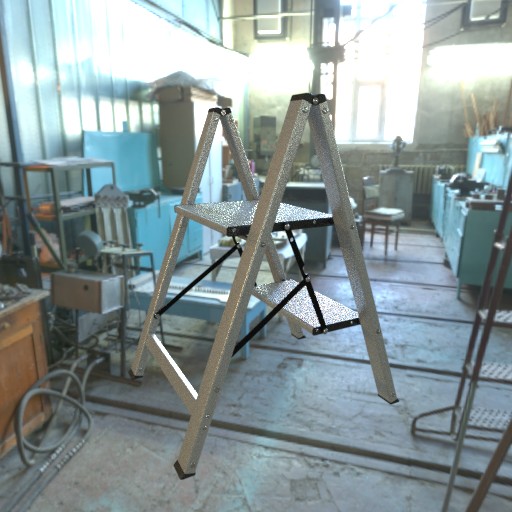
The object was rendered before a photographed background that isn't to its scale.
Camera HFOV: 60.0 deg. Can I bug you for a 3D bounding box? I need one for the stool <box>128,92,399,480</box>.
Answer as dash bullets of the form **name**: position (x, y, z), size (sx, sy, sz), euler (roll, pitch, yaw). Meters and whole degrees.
- **stool**: position (0.000, 0.000, 1.019), size (0.535, 0.670, 0.440), euler (-8, 17, -27)
